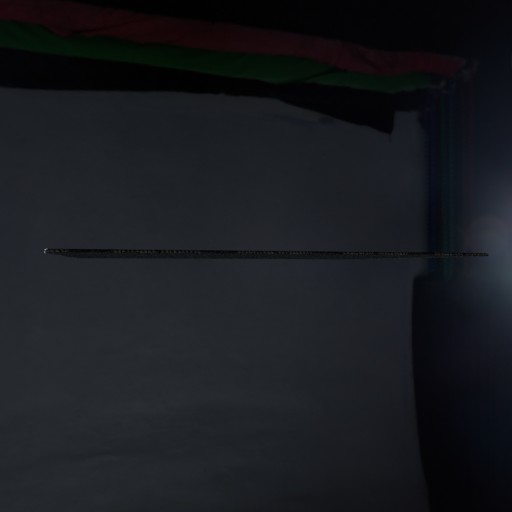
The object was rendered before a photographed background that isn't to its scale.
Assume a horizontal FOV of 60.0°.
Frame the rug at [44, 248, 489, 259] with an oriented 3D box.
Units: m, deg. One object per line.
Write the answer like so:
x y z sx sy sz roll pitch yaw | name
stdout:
0.000 0.000 2.299 1.833 0.016 1.210 0 -1 -17 | rug
